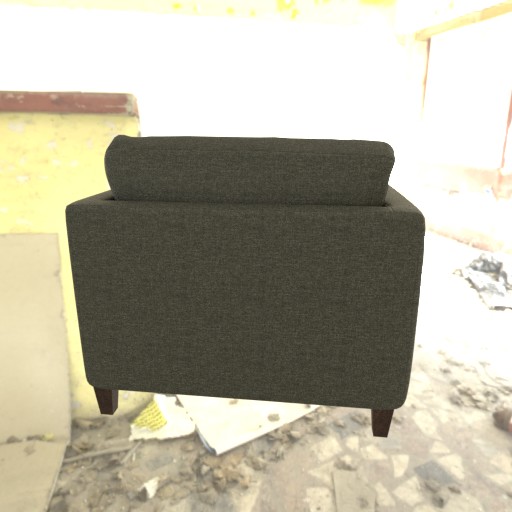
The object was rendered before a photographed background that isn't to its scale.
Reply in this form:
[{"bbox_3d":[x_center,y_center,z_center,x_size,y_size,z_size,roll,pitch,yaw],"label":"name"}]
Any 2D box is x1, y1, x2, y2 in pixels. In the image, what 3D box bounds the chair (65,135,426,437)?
[{"bbox_3d":[0.000,0.000,1.807,1.107,0.963,0.959,2,17,7],"label":"chair"}]
